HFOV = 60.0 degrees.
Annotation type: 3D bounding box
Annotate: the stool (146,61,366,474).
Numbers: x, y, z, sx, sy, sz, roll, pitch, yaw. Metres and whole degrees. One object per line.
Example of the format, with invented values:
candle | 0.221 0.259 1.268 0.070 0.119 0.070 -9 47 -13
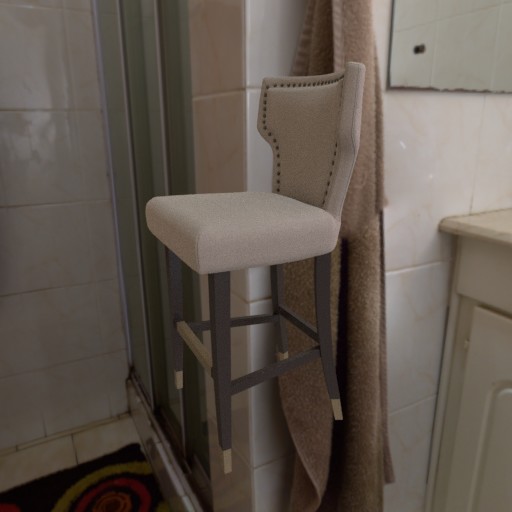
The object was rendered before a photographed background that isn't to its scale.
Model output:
stool | 0.000 0.000 1.385 0.563 1.092 0.526 -8 18 -25
